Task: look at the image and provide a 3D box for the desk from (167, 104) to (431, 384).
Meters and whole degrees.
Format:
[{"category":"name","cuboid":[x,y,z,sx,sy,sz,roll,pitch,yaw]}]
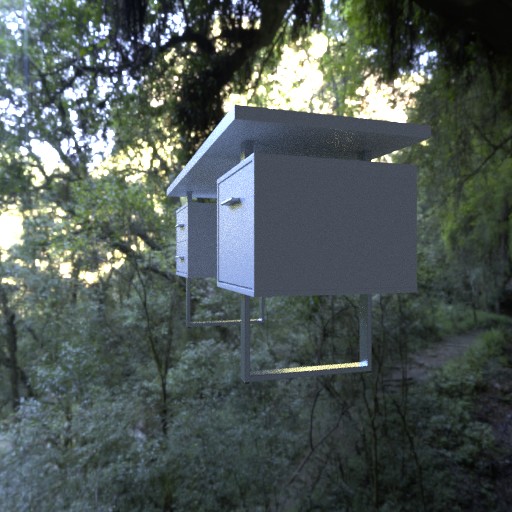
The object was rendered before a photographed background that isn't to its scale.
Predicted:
[{"category":"desk","cuboid":[0.000,0.000,1.949,0.603,0.773,1.530,0,0,-18]}]
